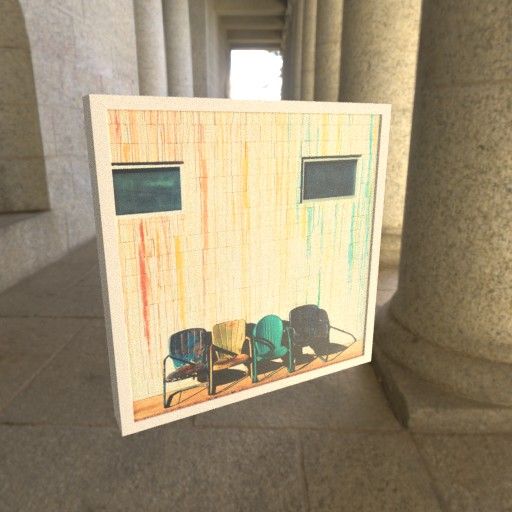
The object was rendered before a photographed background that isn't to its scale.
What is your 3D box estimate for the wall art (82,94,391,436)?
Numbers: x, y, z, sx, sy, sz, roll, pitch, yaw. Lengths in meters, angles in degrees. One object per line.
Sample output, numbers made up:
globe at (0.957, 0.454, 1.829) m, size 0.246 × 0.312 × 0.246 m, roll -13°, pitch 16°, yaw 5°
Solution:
wall art at (0.000, 0.000, 0.460) m, size 0.305 × 0.305 × 0.038 m, roll -8°, pitch 18°, yaw -26°
